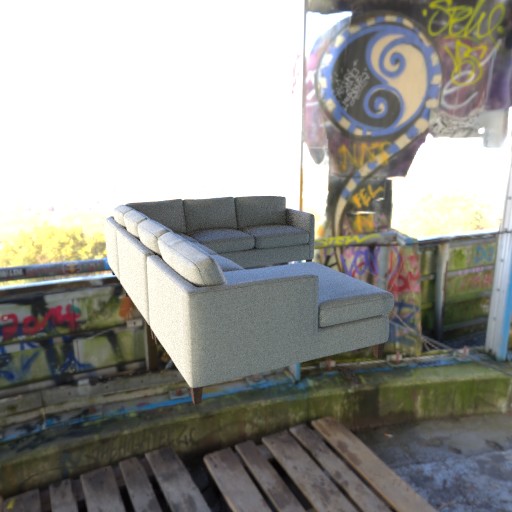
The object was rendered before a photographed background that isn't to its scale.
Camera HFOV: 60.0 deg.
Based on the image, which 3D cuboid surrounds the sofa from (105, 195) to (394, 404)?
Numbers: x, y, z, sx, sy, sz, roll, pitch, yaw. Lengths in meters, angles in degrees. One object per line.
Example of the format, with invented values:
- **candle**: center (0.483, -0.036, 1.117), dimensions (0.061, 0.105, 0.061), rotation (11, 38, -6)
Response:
- **sofa**: center (0.000, 0.000, 4.664), dimensions (2.593, 0.959, 3.460), rotation (-6, 15, -25)
